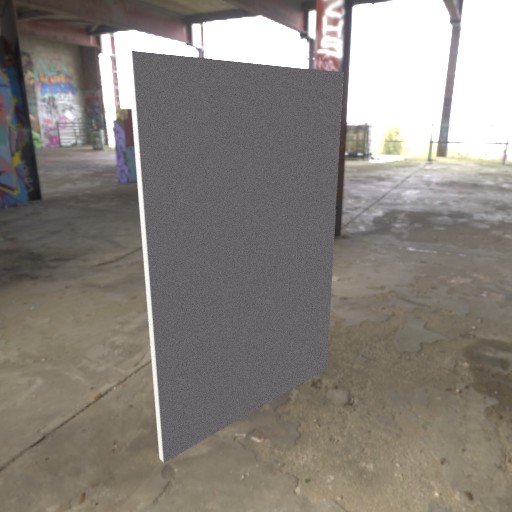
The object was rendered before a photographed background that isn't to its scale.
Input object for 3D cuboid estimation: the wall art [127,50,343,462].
[{"bbox_3d":[0.000,0.000,0.602,0.329,0.482,0.011,-15,23,-40],"label":"wall art"}]
